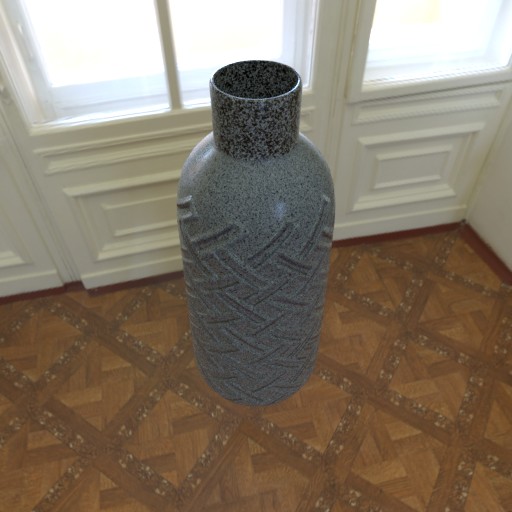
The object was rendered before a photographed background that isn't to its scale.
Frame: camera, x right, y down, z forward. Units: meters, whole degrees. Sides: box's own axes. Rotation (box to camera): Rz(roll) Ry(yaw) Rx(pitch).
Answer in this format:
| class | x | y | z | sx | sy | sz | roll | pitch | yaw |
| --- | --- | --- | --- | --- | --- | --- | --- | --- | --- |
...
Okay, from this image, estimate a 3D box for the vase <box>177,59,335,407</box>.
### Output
| class | x | y | z | sx | sy | sz | roll | pitch | yaw |
| --- | --- | --- | --- | --- | --- | --- | --- | --- | --- |
| vase | 0.000 | 0.000 | 0.345 | 0.122 | 0.282 | 0.122 | 0 | 47 | 0 |
